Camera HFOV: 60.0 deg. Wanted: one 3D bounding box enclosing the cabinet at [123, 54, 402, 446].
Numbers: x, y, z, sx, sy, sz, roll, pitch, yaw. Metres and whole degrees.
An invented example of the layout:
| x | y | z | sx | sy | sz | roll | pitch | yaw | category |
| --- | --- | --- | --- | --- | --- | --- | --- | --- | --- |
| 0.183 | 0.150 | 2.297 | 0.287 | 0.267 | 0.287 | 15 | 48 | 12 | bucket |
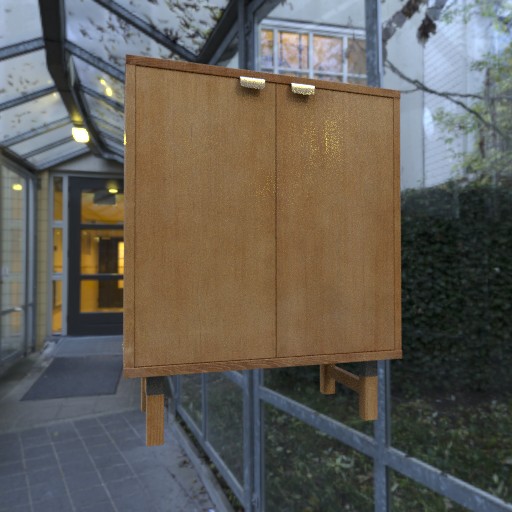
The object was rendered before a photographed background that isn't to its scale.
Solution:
| x | y | z | sx | sy | sz | roll | pitch | yaw | category |
| --- | --- | --- | --- | --- | --- | --- | --- | --- | --- |
| 0.000 | 0.000 | 1.400 | 0.800 | 1.001 | 0.419 | 0 | -1 | -17 | cabinet |
